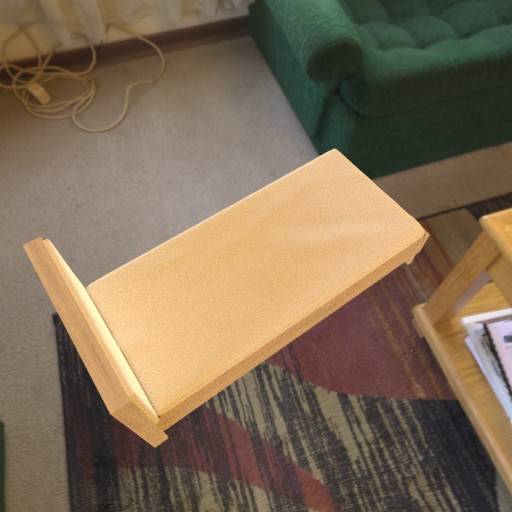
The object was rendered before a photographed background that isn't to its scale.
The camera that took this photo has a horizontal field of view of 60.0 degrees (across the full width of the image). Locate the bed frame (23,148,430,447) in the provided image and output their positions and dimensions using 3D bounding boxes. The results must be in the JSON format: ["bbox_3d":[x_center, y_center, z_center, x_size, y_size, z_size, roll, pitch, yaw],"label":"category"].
[{"bbox_3d":[0.000,0.000,2.709,2.140,0.920,0.990,-31,64,-17],"label":"bed frame"}]
